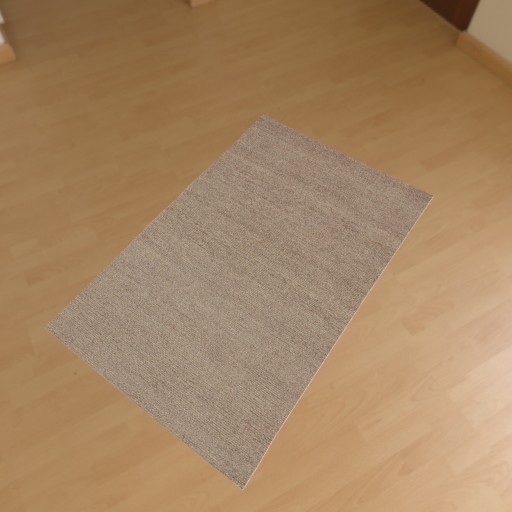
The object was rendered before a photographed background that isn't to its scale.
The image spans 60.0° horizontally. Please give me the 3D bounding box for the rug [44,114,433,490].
[{"bbox_3d":[0.000,0.000,2.264,1.154,0.021,1.792,32,64,18],"label":"rug"}]
